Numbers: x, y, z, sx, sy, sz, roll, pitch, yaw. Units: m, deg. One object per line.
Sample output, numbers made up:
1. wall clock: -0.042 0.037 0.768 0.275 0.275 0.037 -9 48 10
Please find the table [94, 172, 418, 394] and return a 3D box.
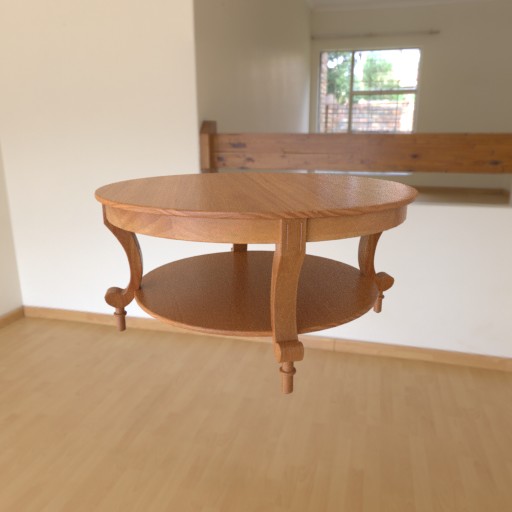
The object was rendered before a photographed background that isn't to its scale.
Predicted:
1. table: 0.000 0.000 1.550 1.029 0.490 1.029 0 16 0
